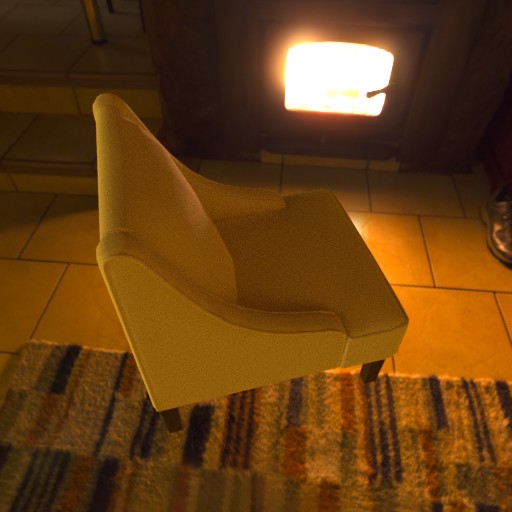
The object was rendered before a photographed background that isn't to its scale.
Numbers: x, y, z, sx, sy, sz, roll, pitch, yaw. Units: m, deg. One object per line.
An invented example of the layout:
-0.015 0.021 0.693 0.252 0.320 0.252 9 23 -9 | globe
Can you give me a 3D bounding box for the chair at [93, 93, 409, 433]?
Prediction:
0.000 0.000 1.440 0.806 0.886 0.689 -11 48 -10 | chair
